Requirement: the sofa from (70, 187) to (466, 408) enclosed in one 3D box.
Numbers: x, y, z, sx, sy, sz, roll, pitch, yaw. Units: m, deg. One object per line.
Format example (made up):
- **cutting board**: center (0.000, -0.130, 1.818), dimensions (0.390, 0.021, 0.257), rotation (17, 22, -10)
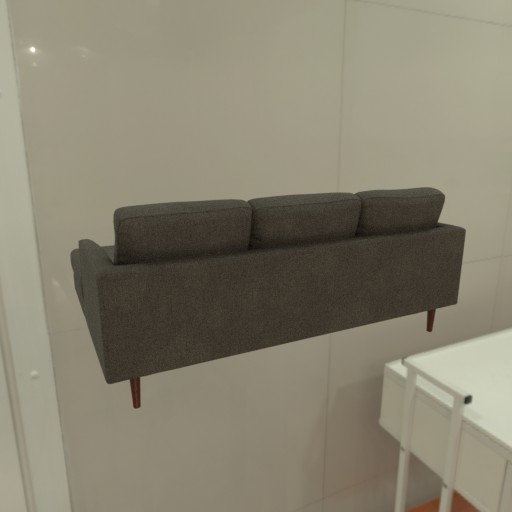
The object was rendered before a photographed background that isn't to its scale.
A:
- **sofa**: center (0.000, 0.000, 3.001), dimensions (2.233, 0.956, 1.504), rotation (-7, 16, -26)
